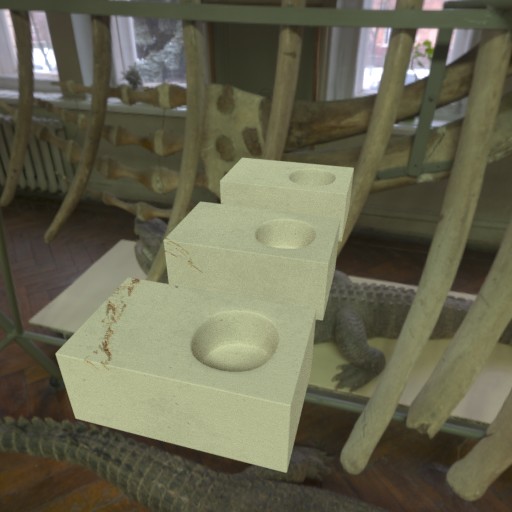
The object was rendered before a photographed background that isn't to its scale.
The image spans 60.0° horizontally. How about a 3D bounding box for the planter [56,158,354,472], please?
[{"bbox_3d":[0.000,0.000,0.370,0.127,0.051,0.333,8,32,13],"label":"planter"}]
